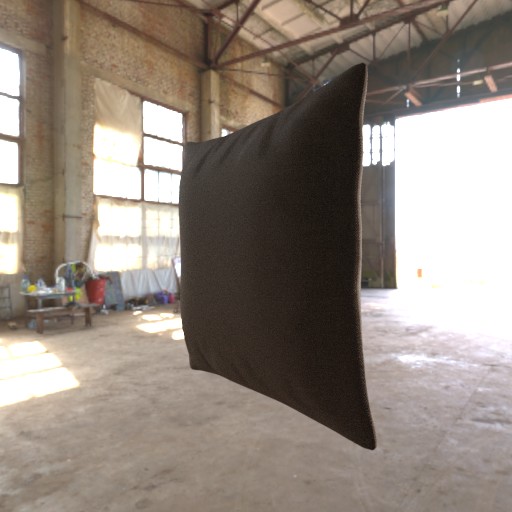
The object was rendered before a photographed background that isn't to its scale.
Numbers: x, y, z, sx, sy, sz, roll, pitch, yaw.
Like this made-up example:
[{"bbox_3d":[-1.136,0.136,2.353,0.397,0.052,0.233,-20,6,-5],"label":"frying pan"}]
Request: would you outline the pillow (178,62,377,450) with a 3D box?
[{"bbox_3d":[0.000,0.000,0.783,0.166,0.506,0.523,0,0,-35],"label":"pillow"}]
